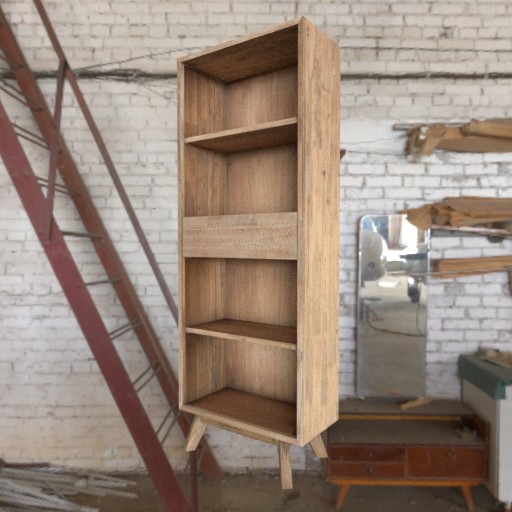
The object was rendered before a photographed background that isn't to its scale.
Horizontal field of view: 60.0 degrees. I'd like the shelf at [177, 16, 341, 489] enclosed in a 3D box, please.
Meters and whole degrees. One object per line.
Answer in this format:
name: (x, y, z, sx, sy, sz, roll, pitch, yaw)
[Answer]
shelf: (0.000, 0.000, 1.484, 0.491, 1.342, 0.267, 1, 2, 36)
